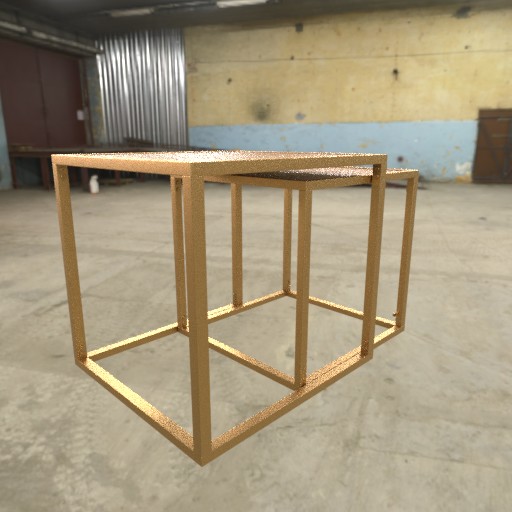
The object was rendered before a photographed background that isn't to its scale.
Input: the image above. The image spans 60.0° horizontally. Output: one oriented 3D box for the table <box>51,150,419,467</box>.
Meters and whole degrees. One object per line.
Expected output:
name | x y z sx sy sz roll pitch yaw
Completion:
table | 0.000 0.000 1.116 0.505 0.505 0.762 14 20 43
